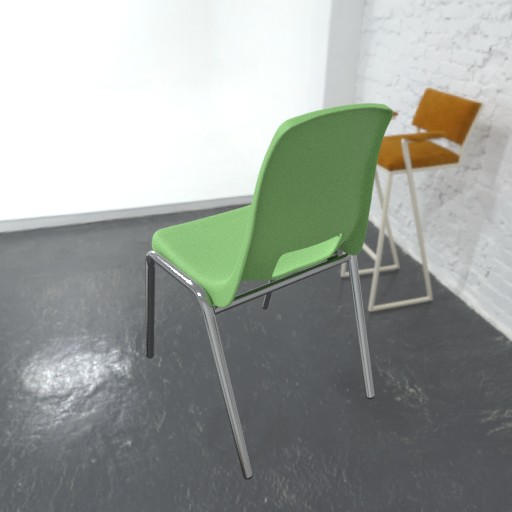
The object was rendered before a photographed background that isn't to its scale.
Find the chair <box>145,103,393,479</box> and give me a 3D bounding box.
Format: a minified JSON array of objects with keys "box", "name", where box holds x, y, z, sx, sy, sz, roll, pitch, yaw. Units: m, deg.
[{"box":[0.000,0.000,0.909,0.381,0.653,0.436,-19,34,-31],"name":"chair"}]
